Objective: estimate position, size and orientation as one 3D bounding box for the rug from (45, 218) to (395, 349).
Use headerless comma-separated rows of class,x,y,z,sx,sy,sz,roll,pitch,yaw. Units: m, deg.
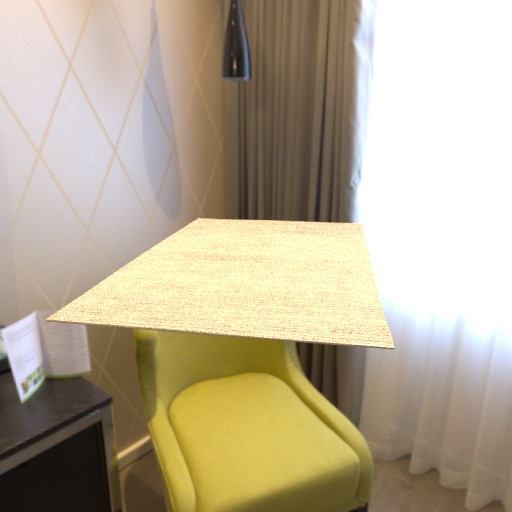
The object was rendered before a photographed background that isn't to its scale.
rug,0.000,0.000,2.241,1.149,0.021,1.773,3,17,10
